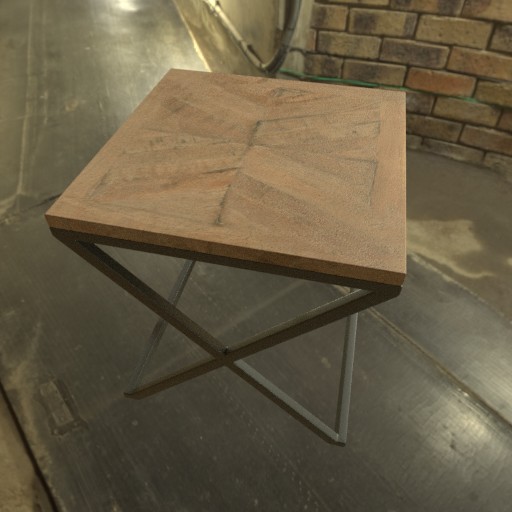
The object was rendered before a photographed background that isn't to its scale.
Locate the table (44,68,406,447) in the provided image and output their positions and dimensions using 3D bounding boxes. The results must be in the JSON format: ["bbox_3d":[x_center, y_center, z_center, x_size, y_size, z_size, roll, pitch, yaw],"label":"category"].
[{"bbox_3d":[0.000,0.000,0.944,0.498,0.550,0.499,9,47,9],"label":"table"}]
